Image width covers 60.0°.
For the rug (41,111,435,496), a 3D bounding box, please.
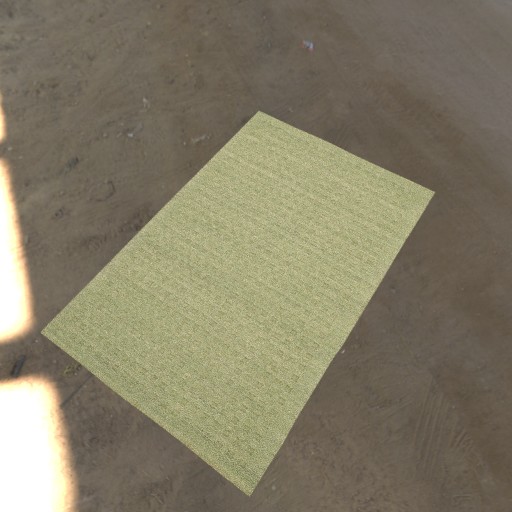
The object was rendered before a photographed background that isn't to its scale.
[{"bbox_3d":[0.000,0.000,2.182,1.143,0.006,1.747,30,64,17],"label":"rug"}]
